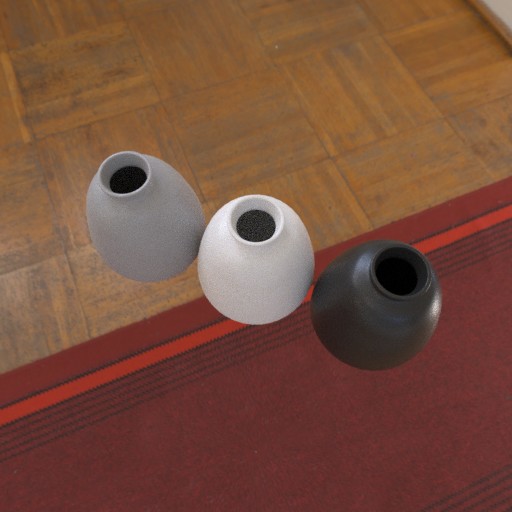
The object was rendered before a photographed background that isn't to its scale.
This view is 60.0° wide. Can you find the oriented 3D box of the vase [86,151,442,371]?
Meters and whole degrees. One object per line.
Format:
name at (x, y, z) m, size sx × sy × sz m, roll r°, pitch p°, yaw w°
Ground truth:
vase at (0.000, 0.000, 0.354) m, size 0.297 × 0.122 × 0.097 m, roll 20°, pitch 68°, yaw 9°
